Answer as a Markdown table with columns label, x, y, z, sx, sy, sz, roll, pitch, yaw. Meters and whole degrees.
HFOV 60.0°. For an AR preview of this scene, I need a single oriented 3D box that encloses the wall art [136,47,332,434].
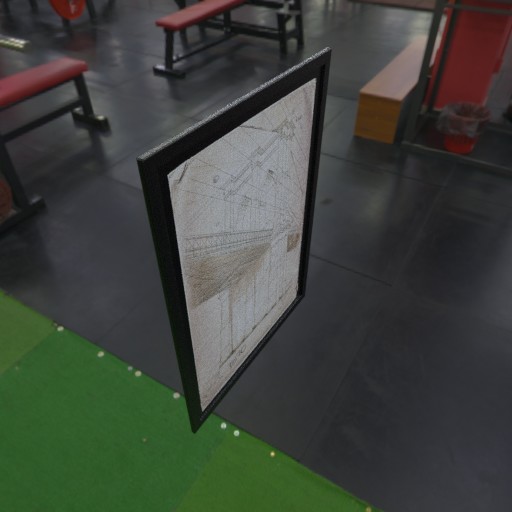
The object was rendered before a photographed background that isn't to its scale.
| label | x | y | z | sx | sy | sz | roll | pitch | yaw |
| --- | --- | --- | --- | --- | --- | --- | --- | --- | --- |
| wall art | 0.000 | 0.000 | 1.287 | 0.013 | 0.967 | 0.707 | 24 | 47 | 24 |
